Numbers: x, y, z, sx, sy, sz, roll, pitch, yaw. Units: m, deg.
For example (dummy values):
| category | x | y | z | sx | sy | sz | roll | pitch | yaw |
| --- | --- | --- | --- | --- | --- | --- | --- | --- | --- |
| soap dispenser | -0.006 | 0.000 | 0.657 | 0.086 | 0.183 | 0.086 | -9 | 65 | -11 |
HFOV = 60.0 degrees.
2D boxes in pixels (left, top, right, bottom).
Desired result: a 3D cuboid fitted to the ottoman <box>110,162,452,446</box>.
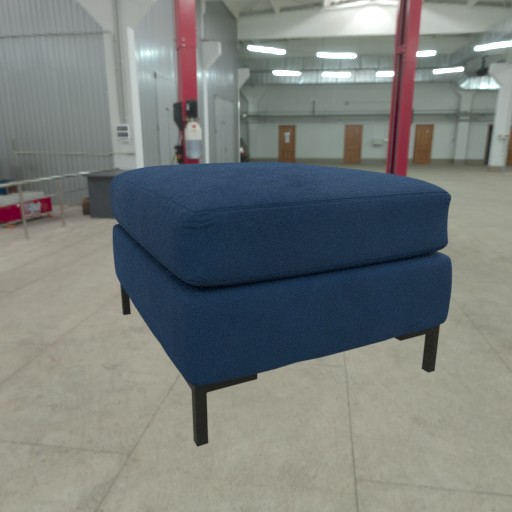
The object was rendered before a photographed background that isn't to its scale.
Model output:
| category | x | y | z | sx | sy | sz | roll | pitch | yaw |
| --- | --- | --- | --- | --- | --- | --- | --- | --- | --- |
| ottoman | 0.000 | 0.000 | 1.215 | 0.655 | 0.485 | 0.794 | -7 | 17 | -26 |
